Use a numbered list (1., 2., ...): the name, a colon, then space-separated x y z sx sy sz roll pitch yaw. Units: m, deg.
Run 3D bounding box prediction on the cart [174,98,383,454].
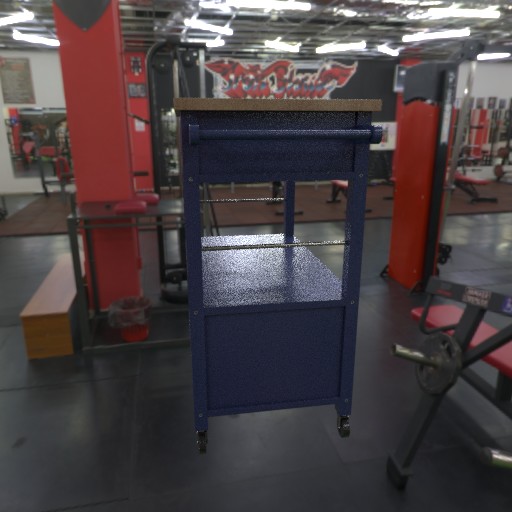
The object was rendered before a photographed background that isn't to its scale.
1. cart: 0.000 0.000 1.401 0.459 0.901 0.840 -3 17 -9
